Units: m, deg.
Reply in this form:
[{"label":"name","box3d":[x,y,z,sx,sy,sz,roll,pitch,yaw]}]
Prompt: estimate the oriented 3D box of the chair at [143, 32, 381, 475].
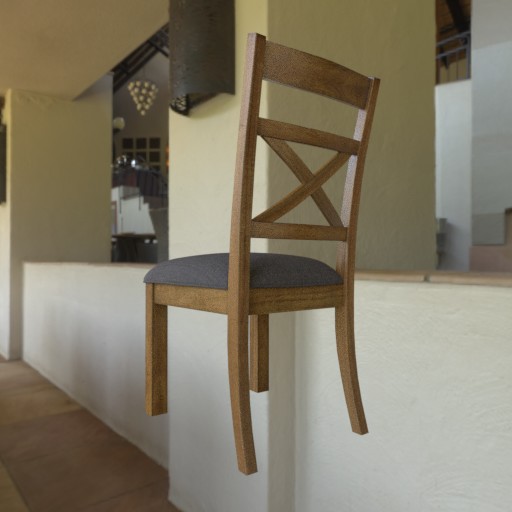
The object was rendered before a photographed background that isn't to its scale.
[{"label":"chair","box3d":[0.000,0.000,1.267,0.470,0.949,0.581,0,-1,-36]}]
